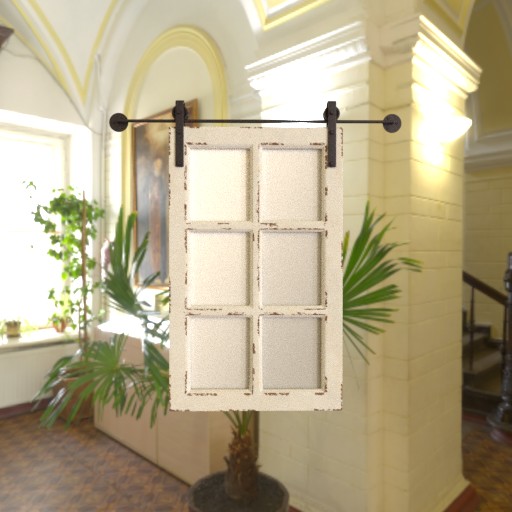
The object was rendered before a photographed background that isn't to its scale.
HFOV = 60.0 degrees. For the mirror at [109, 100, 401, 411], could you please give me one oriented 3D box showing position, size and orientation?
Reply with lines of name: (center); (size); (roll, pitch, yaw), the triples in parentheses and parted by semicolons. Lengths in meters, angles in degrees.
mirror: (0.000, 0.000, 1.212); (0.808, 0.844, 0.037); (0, 1, -1)
